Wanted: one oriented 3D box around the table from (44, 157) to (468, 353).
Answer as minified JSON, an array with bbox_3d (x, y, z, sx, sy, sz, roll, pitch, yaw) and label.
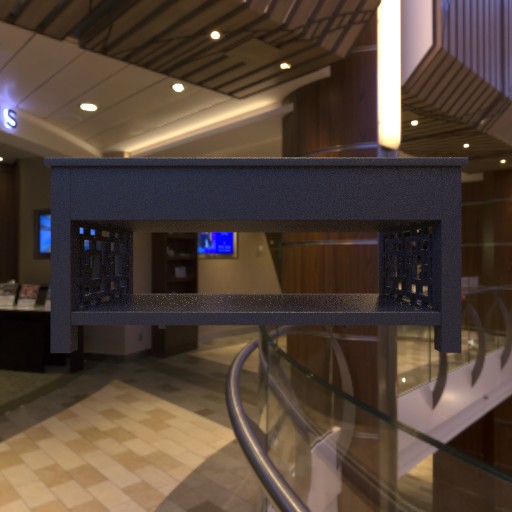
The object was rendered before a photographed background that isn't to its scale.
[{"bbox_3d":[0.000,0.000,1.419,1.068,0.493,0.612,0,0,0],"label":"table"}]
